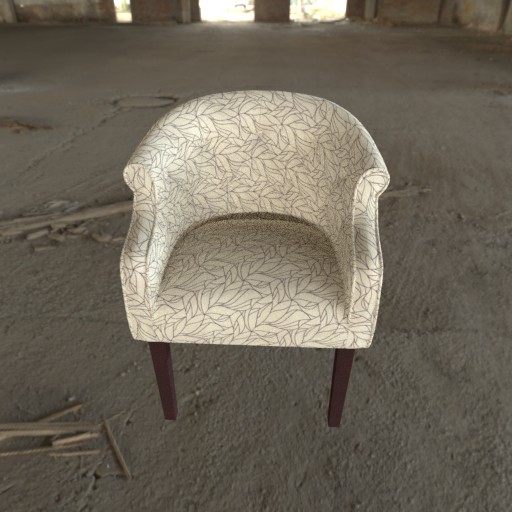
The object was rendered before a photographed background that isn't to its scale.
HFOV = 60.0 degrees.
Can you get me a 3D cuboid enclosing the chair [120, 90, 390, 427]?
[{"bbox_3d":[0.000,0.000,1.334,0.686,0.858,0.613,2,31,3],"label":"chair"}]
